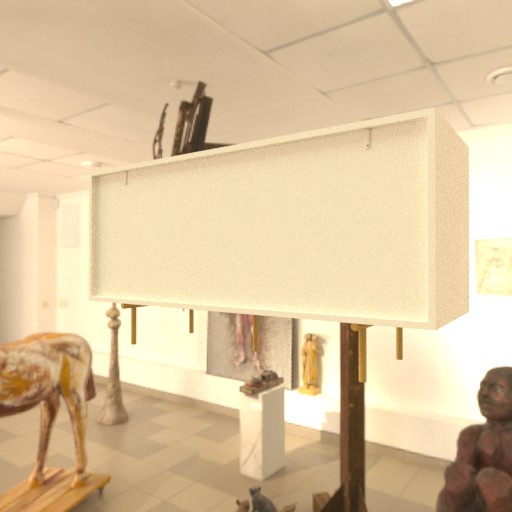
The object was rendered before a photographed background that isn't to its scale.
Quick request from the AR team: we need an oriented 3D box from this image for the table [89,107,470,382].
[{"bbox_3d":[0.000,0.000,1.798,1.500,0.769,0.508,0,-1,35],"label":"table"}]
